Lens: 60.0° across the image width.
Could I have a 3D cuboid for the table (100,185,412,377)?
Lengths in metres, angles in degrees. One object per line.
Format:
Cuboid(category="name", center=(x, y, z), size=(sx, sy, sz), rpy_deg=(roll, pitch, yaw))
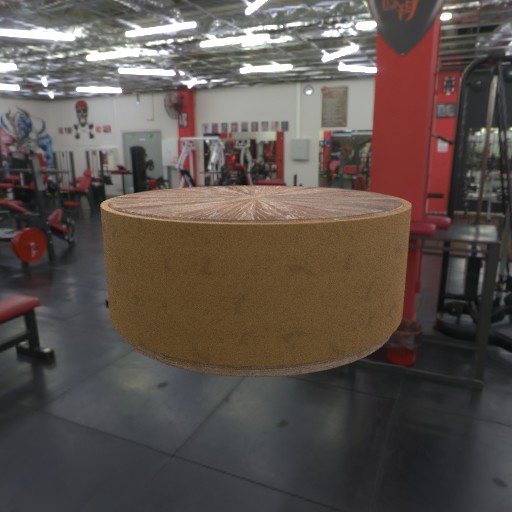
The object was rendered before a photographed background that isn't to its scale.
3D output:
Cuboid(category="table", center=(0.000, 0.000, 1.553), size=(1.001, 0.409, 1.001), rpy_deg=(0, 14, 0))
